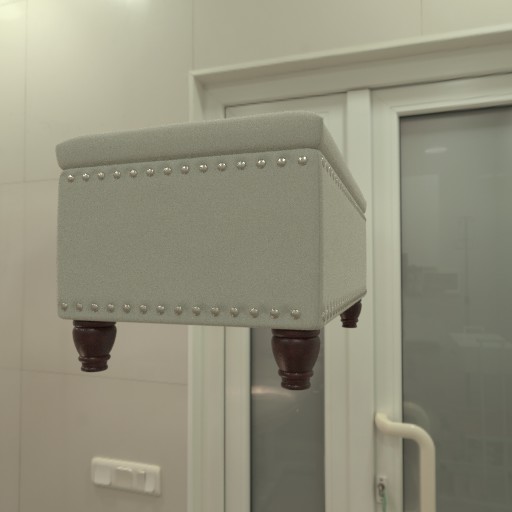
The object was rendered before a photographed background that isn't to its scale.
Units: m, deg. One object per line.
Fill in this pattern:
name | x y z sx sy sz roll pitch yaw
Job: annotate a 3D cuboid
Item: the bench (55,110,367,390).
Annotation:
bench | 0.000 0.000 1.155 0.500 0.449 0.887 -1 -2 18
